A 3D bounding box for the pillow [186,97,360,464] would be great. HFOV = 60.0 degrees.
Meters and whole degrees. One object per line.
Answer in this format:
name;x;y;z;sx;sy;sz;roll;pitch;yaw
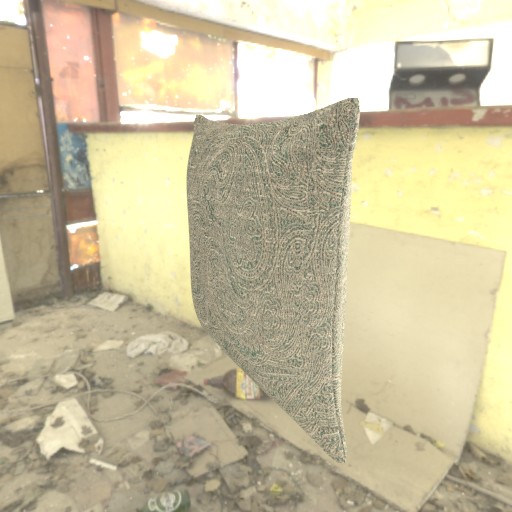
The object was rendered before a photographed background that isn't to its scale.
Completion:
pillow;0.000;0.000;0.799;0.166;0.507;0.526;-8;17;-27
